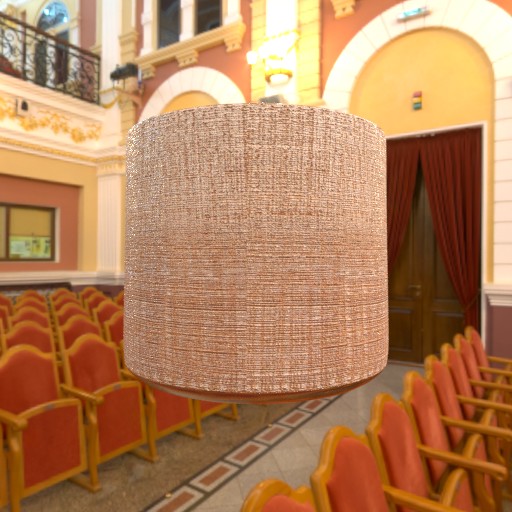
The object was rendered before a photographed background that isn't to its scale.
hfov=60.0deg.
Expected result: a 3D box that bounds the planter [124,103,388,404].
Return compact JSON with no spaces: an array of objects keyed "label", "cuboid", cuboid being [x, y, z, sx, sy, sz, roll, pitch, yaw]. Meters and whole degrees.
[{"label":"planter","cuboid":[0.000,0.000,0.310,0.177,0.157,0.177,0,0,0]}]
